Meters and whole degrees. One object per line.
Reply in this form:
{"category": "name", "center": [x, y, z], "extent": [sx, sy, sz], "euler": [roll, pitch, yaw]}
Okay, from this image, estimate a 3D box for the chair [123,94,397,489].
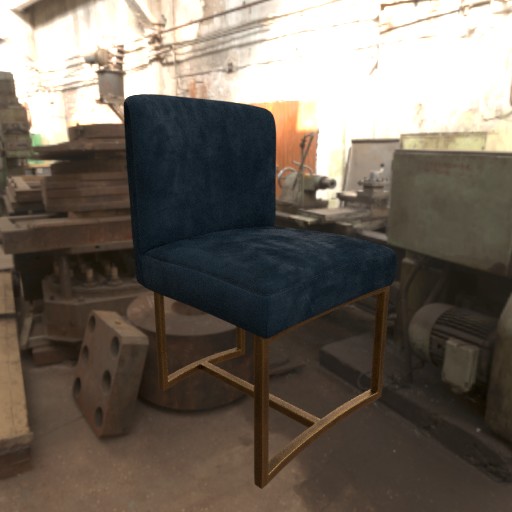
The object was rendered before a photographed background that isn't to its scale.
{"category": "chair", "center": [0.000, 0.000, 1.169], "extent": [0.560, 0.824, 0.530], "euler": [13, 19, 43]}
